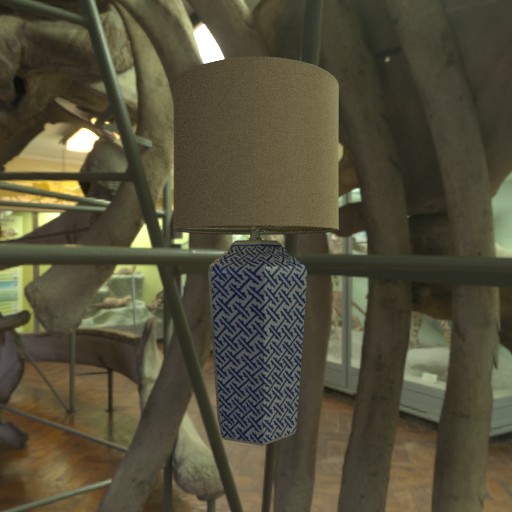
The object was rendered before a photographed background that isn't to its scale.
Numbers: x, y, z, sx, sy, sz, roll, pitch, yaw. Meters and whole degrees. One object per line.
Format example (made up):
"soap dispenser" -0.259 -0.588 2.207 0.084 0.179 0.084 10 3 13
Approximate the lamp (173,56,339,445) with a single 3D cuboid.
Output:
"lamp" 0.000 0.000 0.871 0.320 0.682 0.320 0 0 -35
